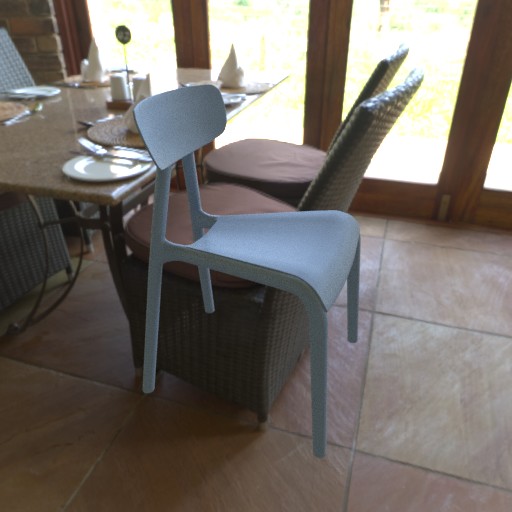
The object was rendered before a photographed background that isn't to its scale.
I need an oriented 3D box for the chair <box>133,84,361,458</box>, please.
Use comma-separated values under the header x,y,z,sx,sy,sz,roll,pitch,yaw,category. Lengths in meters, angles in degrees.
x,y,z,sx,sy,sz,roll,pitch,yaw,category
0.000,0.000,0.861,0.401,0.580,0.356,11,32,18,chair
